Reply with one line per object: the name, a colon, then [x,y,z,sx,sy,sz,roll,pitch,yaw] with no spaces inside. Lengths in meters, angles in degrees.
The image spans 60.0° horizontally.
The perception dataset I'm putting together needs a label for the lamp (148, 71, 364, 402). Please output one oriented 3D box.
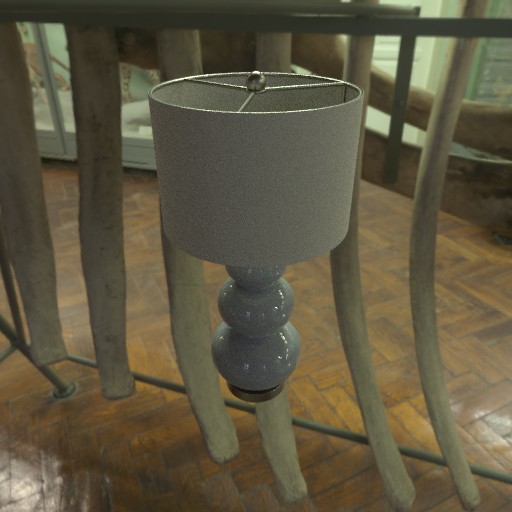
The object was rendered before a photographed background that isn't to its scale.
lamp: [0.000,0.000,0.940,0.367,0.730,0.367,10,32,17]
